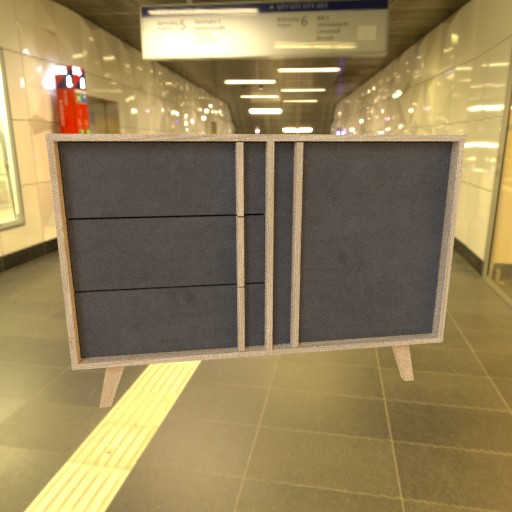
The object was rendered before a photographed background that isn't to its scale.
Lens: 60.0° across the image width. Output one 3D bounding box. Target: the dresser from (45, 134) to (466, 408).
[{"bbox_3d":[0.000,0.000,1.489,1.110,0.780,0.500,-2,15,-9],"label":"dresser"}]
